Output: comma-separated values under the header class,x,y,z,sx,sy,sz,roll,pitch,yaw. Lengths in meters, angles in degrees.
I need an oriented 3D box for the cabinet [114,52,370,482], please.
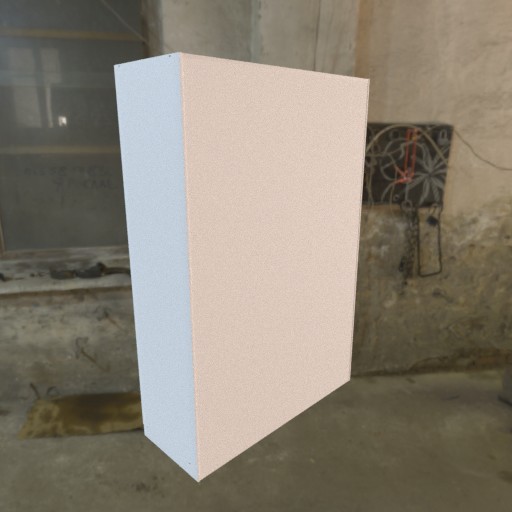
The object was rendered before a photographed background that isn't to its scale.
class,x,y,z,sx,sy,sz,roll,pitch,yaw
cabinet,0.000,0.000,2.489,1.290,1.910,0.510,-15,22,-42
